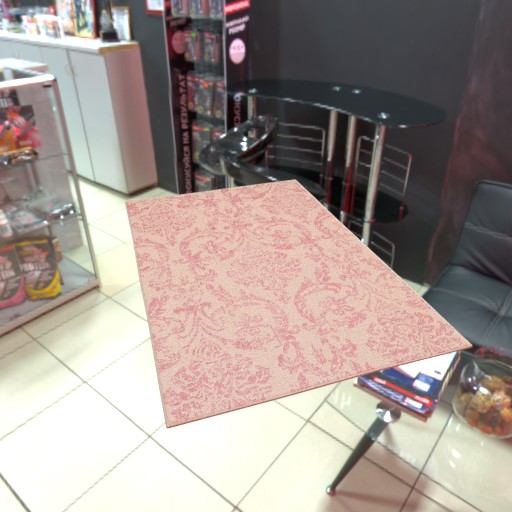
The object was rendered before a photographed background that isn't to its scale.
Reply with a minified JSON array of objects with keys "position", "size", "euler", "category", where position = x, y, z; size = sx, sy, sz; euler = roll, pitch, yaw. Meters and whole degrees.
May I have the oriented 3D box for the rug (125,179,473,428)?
[{"position":[0.000,0.000,2.345],"size":[1.219,0.012,1.839],"euler":[-10,33,-15],"category":"rug"}]
